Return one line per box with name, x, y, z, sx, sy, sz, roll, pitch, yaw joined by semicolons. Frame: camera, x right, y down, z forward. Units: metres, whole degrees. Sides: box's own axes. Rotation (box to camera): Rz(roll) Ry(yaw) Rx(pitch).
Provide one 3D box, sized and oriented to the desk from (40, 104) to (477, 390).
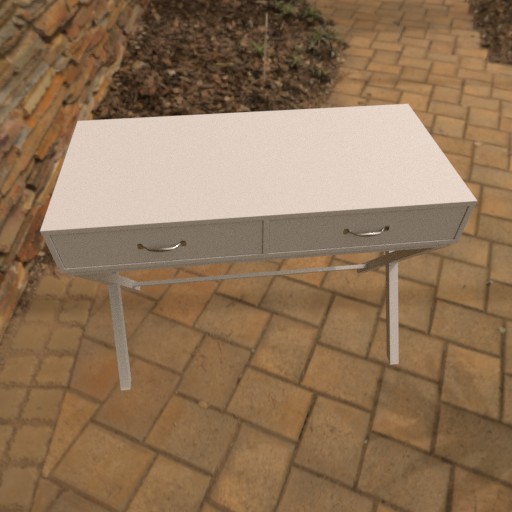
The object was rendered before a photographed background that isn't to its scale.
desk;0.000;0.000;1.512;1.057;0.780;0.525;-4;46;-4
